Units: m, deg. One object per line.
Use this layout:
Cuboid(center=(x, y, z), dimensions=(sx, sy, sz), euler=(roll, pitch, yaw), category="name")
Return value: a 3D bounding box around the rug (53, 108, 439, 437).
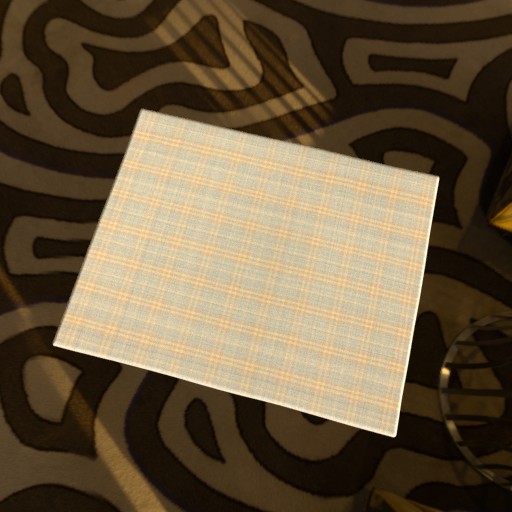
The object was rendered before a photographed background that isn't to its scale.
Cuboid(center=(0.000, 0.000, 4.109), dimensions=(3.066, 0.030, 2.462), euler=(14, 75, 4), category="rug")
